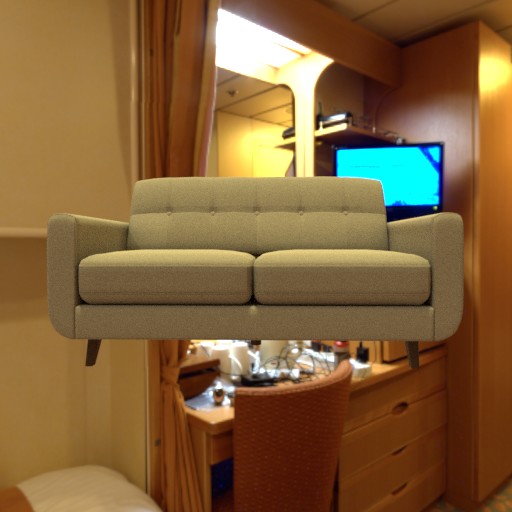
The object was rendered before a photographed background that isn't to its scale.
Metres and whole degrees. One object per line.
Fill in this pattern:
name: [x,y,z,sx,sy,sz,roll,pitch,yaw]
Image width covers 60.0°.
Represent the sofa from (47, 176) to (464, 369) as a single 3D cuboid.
sofa: [0.000,0.000,2.220,1.655,0.892,0.980,0,1,2]
